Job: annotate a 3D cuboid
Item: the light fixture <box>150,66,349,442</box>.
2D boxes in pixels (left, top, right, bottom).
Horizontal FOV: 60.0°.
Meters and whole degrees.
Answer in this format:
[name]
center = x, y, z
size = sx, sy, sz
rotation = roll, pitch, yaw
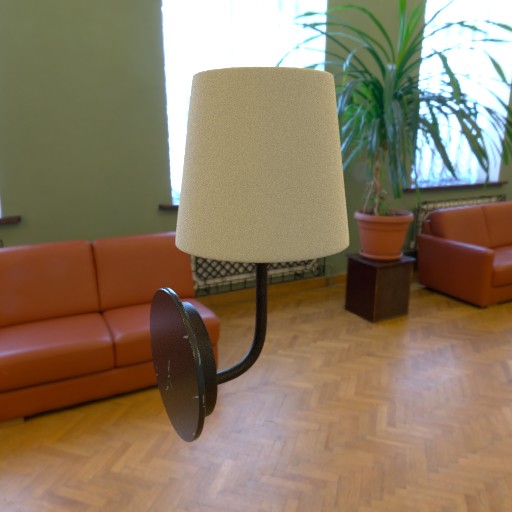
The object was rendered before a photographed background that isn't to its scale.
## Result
[light fixture]
center = 0.000, 0.000, 0.445
size = 0.188, 0.337, 0.168
rotation = -8, 17, -28
